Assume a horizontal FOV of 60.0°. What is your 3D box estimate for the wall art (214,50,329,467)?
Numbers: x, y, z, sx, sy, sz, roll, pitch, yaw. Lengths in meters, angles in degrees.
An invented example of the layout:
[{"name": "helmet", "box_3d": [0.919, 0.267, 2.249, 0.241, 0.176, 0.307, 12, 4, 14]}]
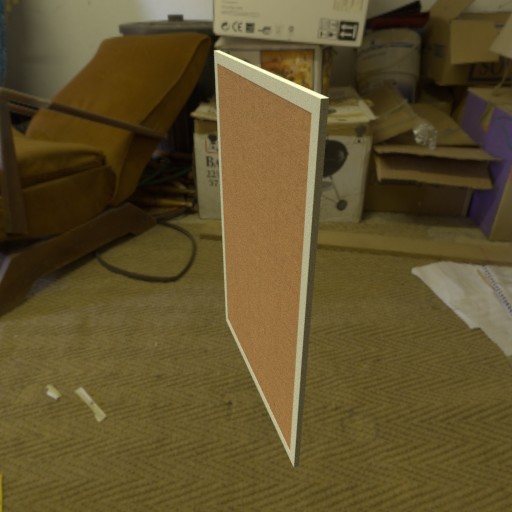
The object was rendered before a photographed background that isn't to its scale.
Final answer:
[{"name": "wall art", "box_3d": [0.000, 0.000, 1.222, 0.015, 0.965, 0.660, -10, 33, -17]}]
